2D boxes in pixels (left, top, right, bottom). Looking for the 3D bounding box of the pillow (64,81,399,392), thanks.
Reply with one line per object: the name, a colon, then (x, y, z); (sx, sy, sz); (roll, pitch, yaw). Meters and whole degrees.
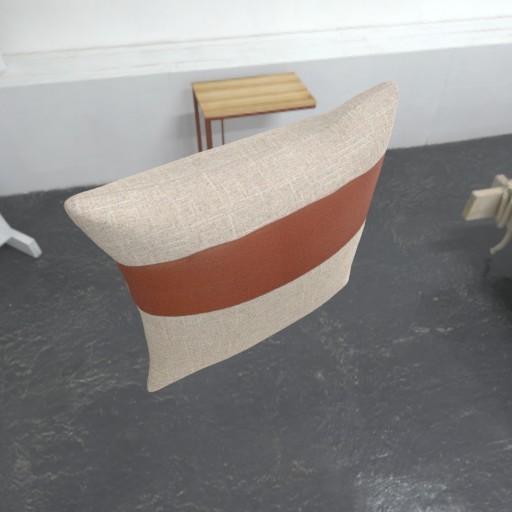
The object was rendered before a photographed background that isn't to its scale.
pillow: (0.000, 0.000, 0.622); (0.414, 0.399, 0.173); (-26, 54, -21)
